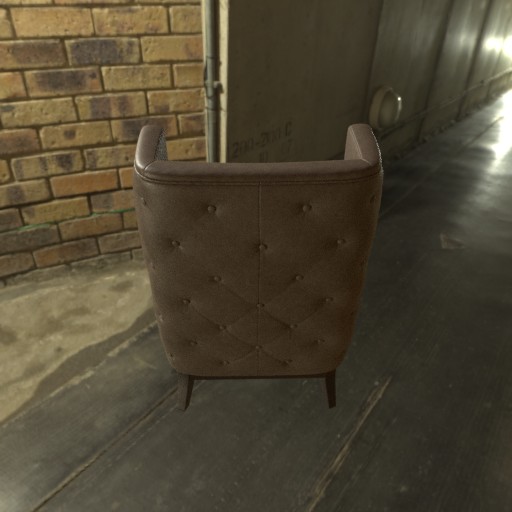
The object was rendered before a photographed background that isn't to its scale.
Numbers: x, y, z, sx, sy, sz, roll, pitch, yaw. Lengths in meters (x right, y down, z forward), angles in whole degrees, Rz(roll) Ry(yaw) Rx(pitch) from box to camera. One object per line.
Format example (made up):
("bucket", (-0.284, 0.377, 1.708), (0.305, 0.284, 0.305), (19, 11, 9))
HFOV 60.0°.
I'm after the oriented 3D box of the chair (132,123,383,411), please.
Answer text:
("chair", (0.000, 0.000, 1.713), (0.769, 1.079, 0.899), (-1, 31, -1))
